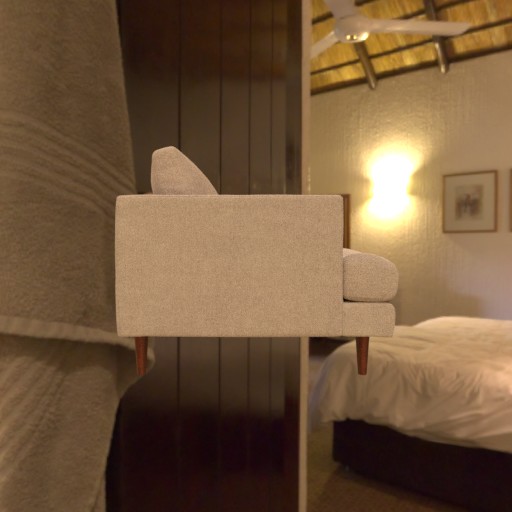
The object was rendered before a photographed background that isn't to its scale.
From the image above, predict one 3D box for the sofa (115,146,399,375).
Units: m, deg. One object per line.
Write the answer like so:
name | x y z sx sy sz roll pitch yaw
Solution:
sofa | 0.000 0.000 2.696 1.020 0.868 2.250 0 1 0
